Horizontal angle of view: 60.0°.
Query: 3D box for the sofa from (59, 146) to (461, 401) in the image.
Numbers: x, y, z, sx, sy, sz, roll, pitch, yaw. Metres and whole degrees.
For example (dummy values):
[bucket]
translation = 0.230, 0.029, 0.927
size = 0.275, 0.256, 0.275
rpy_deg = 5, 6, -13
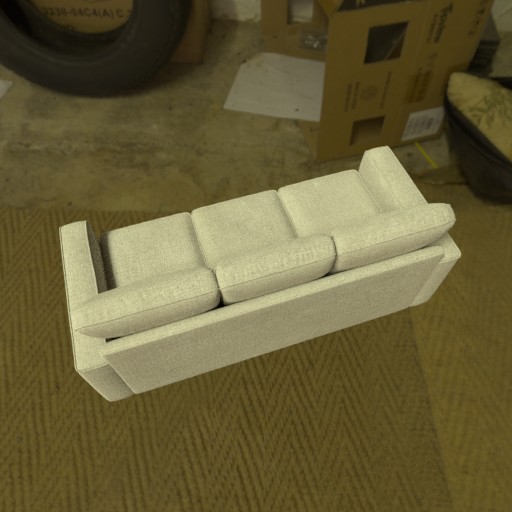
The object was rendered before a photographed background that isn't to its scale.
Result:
[sofa]
translation = 0.000, 0.000, 2.658
size = 2.133, 0.965, 0.939
rpy_deg = -16, 59, -10
